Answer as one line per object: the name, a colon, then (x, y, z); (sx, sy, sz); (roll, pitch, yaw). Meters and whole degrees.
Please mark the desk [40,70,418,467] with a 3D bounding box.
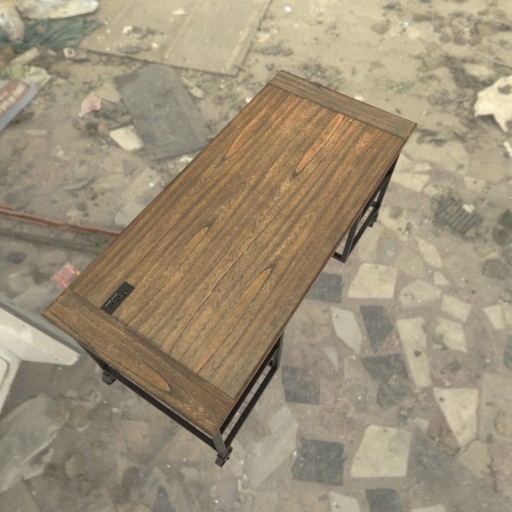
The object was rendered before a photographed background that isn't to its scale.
desk: (0.000, 0.000, 2.045); (0.711, 0.751, 1.590); (29, 62, 17)
